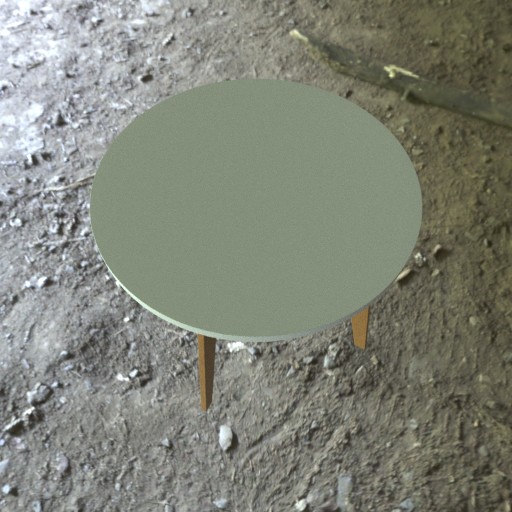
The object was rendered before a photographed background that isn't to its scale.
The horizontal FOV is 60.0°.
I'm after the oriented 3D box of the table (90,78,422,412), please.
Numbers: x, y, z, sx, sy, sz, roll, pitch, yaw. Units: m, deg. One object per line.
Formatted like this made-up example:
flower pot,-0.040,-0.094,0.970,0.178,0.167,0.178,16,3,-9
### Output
table,0.000,0.000,1.538,0.896,0.762,0.896,0,58,0
